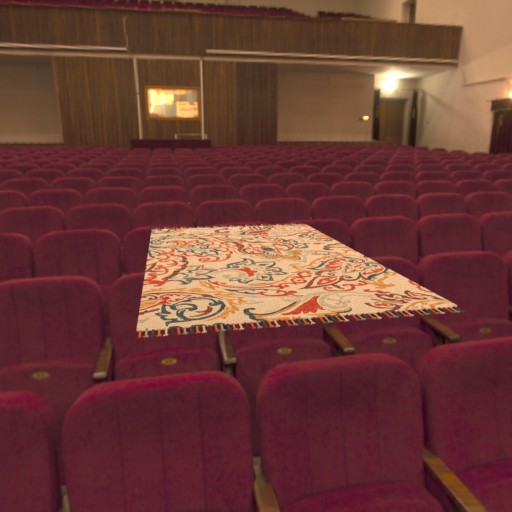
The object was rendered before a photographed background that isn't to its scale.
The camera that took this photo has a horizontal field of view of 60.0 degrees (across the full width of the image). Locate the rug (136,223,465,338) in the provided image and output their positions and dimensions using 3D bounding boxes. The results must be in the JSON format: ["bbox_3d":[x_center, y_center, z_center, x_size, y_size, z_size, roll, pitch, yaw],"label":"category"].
[{"bbox_3d":[0.000,0.000,3.181,1.523,0.010,2.584,-3,14,-11],"label":"rug"}]
